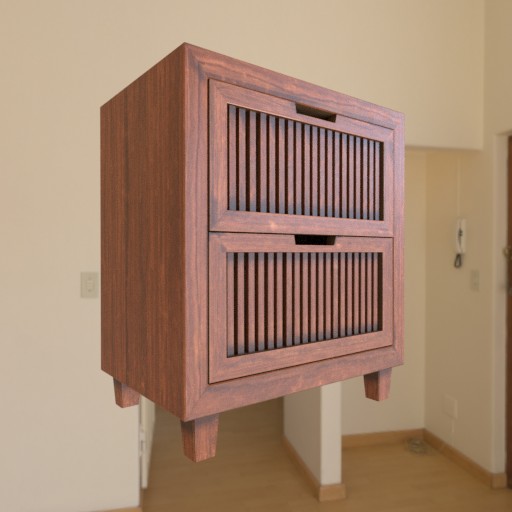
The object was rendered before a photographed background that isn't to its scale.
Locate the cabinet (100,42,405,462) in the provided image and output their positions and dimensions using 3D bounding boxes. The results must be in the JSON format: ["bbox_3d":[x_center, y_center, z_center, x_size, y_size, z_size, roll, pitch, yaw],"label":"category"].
[{"bbox_3d":[0.000,0.000,1.060,0.607,0.695,0.410,0,1,-38],"label":"cabinet"}]
